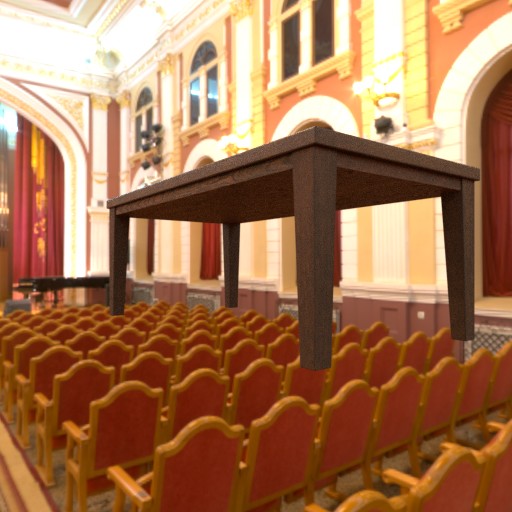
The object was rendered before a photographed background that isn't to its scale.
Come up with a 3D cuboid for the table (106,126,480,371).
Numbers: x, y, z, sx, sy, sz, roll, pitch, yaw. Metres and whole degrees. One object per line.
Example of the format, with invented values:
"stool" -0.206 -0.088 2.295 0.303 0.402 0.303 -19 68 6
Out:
"table" 0.000 0.000 2.456 1.016 0.762 1.981 1 -1 -37
